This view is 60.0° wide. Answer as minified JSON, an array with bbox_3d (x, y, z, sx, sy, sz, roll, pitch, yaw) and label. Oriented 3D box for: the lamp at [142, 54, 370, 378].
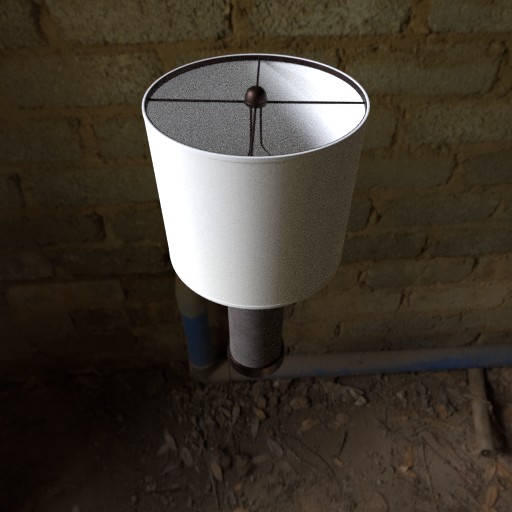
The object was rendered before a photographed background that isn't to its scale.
[{"bbox_3d":[0.000,0.000,0.806,0.301,0.630,0.301,-33,54,-29],"label":"lamp"}]
